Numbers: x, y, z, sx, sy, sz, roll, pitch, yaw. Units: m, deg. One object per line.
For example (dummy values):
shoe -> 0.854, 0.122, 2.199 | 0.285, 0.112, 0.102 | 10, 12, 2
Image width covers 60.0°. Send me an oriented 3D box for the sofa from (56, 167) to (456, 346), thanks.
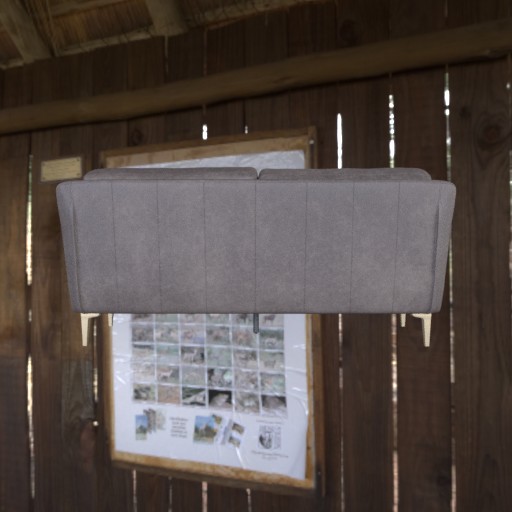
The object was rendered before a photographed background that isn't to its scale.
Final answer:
sofa -> 0.000, 0.000, 2.497 | 2.036, 0.902, 0.960 | 0, -1, 0
